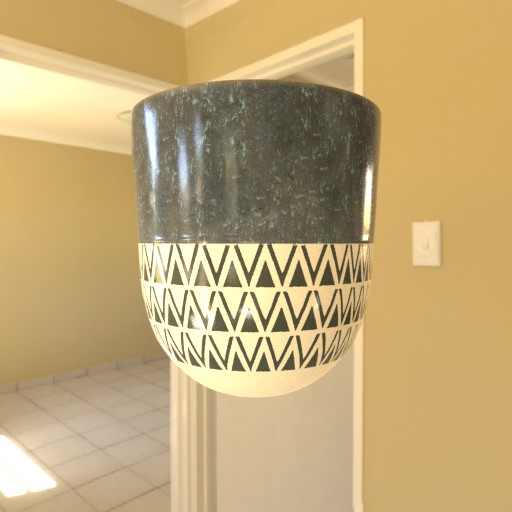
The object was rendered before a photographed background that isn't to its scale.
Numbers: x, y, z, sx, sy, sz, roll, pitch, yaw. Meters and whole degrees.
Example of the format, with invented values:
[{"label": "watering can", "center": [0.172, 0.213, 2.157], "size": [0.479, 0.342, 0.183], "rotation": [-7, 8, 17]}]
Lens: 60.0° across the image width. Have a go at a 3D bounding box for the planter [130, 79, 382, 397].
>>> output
[{"label": "planter", "center": [0.000, 0.000, 0.360], "size": [0.195, 0.214, 0.195], "rotation": [0, 2, 0]}]
